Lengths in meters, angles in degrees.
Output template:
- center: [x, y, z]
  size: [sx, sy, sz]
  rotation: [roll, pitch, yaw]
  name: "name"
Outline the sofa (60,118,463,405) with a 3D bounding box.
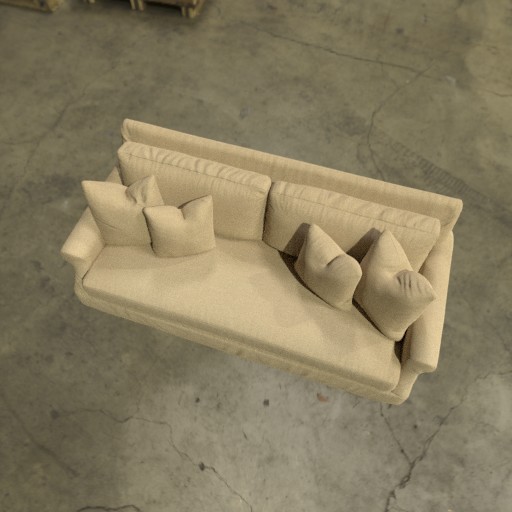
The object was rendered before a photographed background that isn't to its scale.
- center: [0.000, 0.000, 2.772]
  size: [2.285, 0.904, 1.067]
  rotation: [16, 59, 10]
  name: "sofa"
